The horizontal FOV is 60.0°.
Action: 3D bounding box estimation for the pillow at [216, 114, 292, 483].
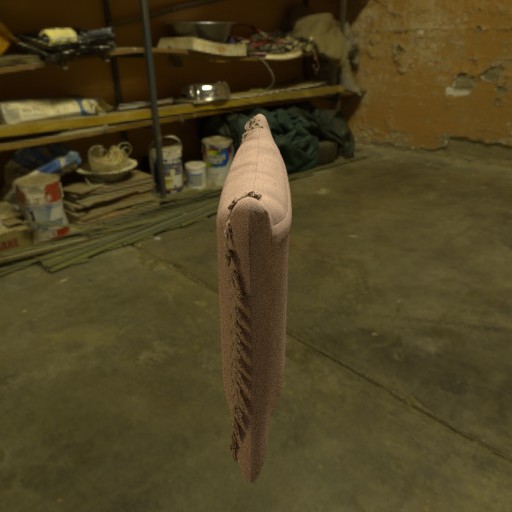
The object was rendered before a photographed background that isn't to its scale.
[{"bbox_3d":[0.000,0.000,0.587,0.084,0.305,0.466,1,26,1],"label":"pillow"}]
